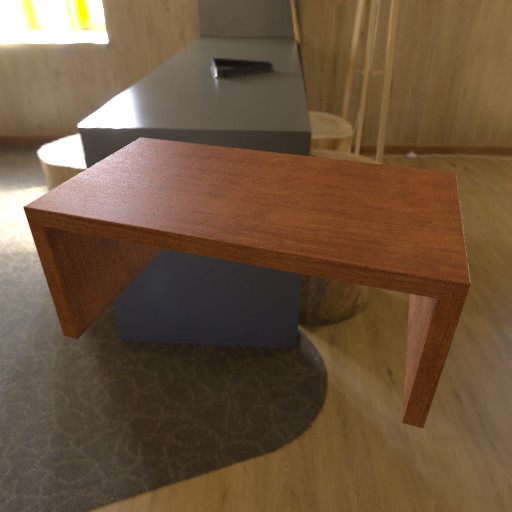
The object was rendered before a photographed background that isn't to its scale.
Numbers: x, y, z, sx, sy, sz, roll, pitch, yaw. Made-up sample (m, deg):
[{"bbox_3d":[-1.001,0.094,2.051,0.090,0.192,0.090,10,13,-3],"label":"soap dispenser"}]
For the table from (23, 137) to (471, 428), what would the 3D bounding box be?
[{"bbox_3d":[0.000,0.000,1.267,1.000,0.419,0.549,10,34,15],"label":"table"}]
